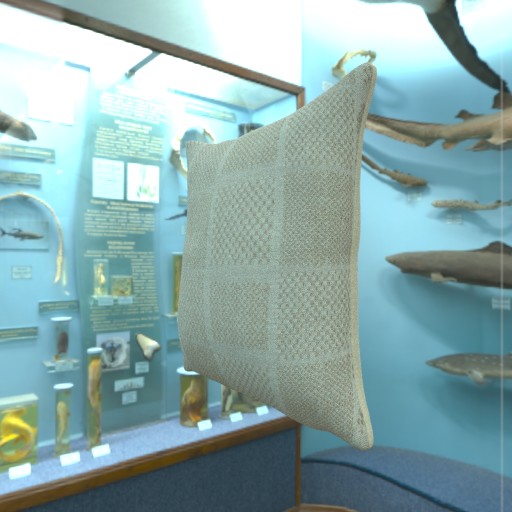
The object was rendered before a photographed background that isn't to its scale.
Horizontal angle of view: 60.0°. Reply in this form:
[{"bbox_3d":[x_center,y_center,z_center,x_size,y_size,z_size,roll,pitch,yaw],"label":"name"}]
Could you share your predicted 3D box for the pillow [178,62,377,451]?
[{"bbox_3d":[0.000,0.000,0.665,0.138,0.432,0.436,0,0,-36],"label":"pillow"}]
